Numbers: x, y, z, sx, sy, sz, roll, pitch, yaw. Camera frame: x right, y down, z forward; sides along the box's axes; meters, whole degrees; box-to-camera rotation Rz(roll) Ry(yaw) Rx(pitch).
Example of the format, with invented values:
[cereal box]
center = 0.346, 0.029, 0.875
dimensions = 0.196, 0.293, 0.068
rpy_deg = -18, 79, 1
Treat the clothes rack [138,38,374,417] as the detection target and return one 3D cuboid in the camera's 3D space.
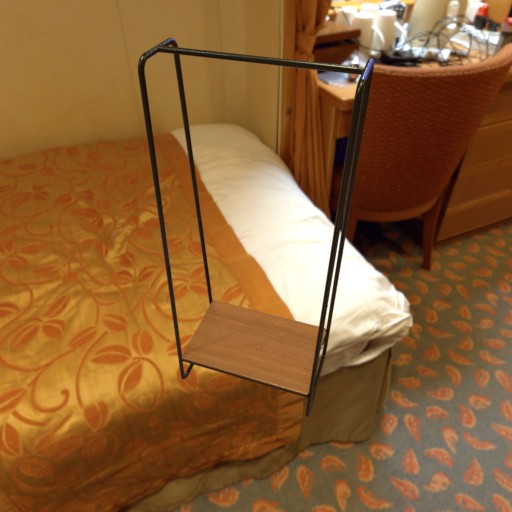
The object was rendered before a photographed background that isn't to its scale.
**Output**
[clothes rack]
center = 0.000, 0.000, 1.743
dimensions = 0.640, 1.500, 0.400
rpy_deg = 13, 43, 14
